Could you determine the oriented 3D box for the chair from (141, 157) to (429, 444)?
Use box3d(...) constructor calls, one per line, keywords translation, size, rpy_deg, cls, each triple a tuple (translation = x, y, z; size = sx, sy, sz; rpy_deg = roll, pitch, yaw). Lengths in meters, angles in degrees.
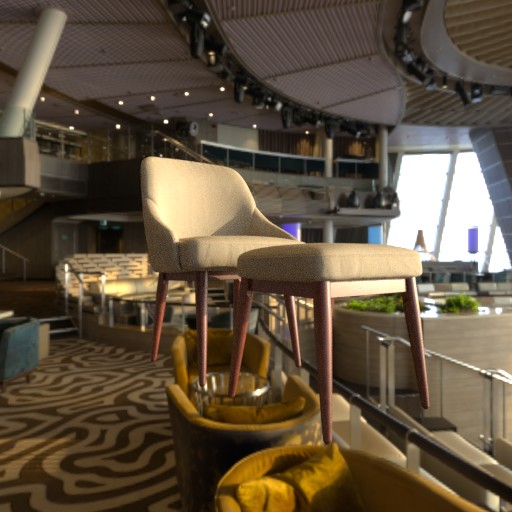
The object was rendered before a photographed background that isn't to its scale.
box3d(translation=(0.000, 0.000, 1.582), size=(0.584, 0.866, 1.114), rpy_deg=(0, 0, -36), cls="chair")
